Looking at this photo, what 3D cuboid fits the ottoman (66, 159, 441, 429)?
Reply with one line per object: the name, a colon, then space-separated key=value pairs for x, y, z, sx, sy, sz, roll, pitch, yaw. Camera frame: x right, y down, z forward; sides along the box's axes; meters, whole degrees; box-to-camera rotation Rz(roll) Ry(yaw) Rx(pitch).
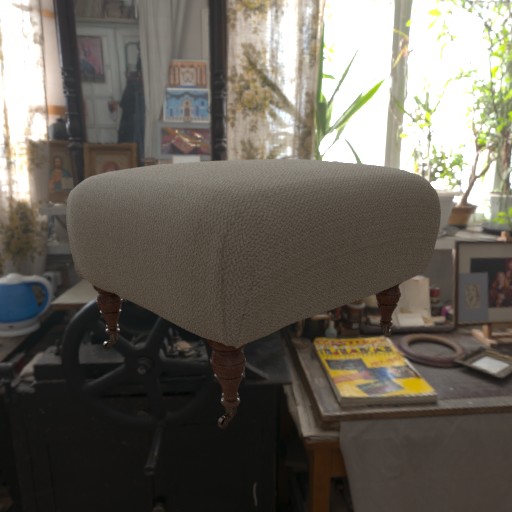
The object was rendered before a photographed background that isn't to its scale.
ottoman: x=0.000 y=0.000 z=1.051 sx=0.684 sy=0.447 sz=0.622 roll=-13 pitch=18 yaw=-43
